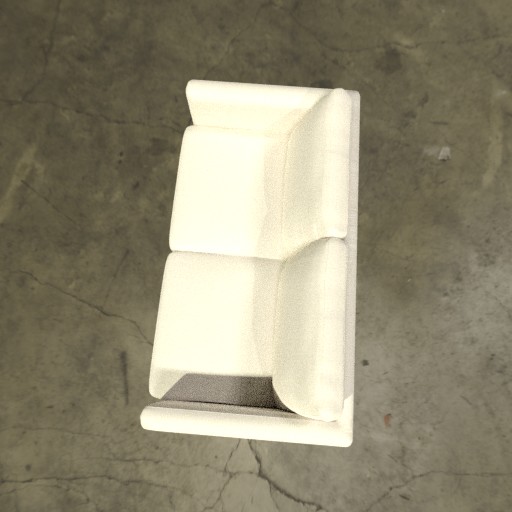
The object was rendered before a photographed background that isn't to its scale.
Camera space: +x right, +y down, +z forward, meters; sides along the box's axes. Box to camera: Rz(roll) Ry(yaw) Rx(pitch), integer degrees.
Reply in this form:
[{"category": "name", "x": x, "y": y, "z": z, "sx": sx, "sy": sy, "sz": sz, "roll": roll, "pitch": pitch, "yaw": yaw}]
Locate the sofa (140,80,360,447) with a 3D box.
[{"category": "sofa", "x": 0.000, "y": 0.000, "z": 2.300, "sx": 0.940, "sy": 0.893, "sz": 1.713, "roll": 4, "pitch": 74, "yaw": 1}]
